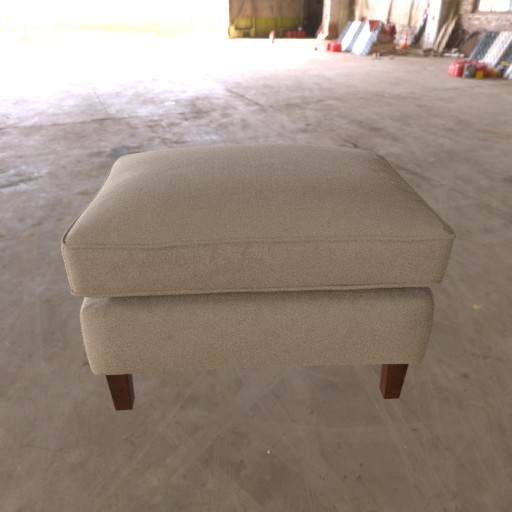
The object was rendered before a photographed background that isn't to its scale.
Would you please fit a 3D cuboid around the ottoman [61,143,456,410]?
[{"bbox_3d":[0.000,0.000,0.987,0.665,0.456,0.501,-1,30,-3],"label":"ottoman"}]
